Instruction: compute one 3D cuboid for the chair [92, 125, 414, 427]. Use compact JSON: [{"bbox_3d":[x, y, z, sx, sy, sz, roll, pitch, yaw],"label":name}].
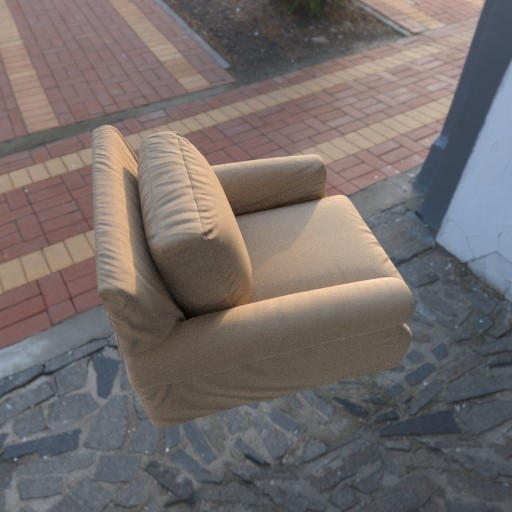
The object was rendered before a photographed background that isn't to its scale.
[{"bbox_3d":[0.000,0.000,1.719,1.066,0.866,0.940,-11,47,-11],"label":"chair"}]
